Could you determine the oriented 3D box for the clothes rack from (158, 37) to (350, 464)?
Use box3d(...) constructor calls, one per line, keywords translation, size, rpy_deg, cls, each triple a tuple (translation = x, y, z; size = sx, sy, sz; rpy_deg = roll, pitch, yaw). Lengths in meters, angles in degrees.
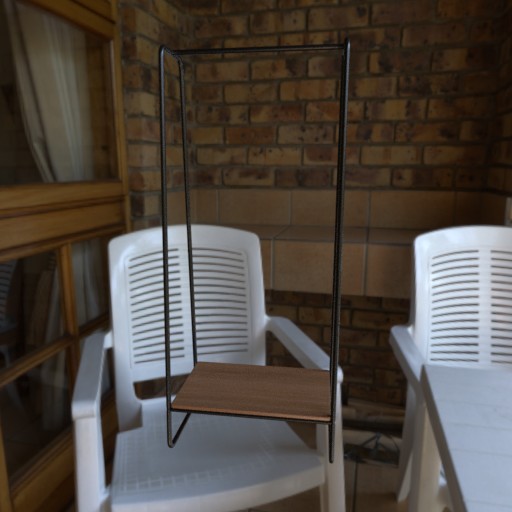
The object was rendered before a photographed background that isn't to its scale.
box3d(translation=(0.000, 0.000, 1.711), size=(0.640, 1.500, 0.400), rpy_deg=(2, 12, 8), cls="clothes rack")
